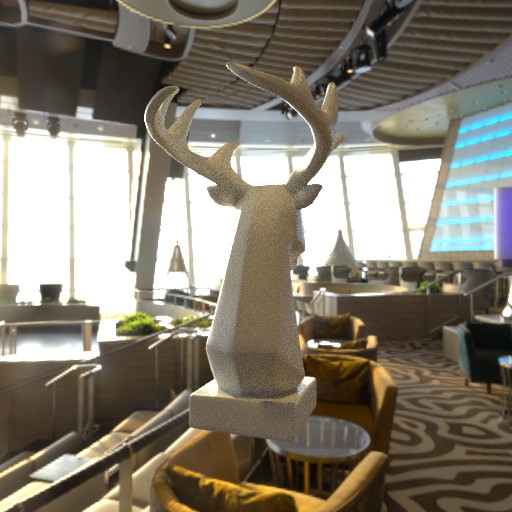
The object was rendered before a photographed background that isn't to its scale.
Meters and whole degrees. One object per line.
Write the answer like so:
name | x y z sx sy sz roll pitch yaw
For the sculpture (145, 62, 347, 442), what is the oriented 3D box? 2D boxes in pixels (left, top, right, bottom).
sculpture | 0.000 0.000 0.450 0.174 0.329 0.224 0 -1 19
